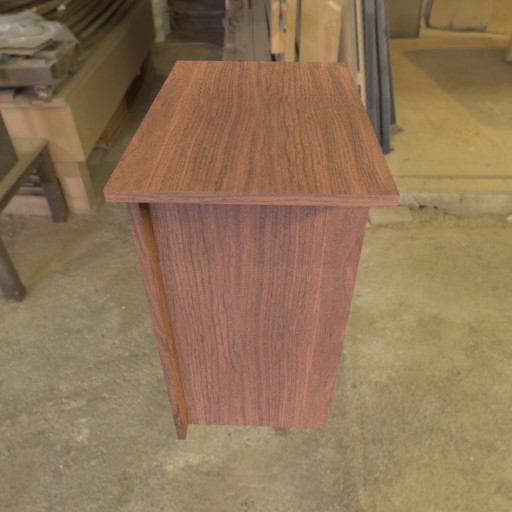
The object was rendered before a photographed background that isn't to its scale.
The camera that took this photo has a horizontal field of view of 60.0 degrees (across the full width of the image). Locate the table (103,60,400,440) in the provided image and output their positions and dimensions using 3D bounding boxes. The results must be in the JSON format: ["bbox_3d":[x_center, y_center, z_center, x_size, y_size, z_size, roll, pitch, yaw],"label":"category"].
[{"bbox_3d":[0.000,0.000,1.052,0.406,0.711,0.589,1,40,2],"label":"table"}]
